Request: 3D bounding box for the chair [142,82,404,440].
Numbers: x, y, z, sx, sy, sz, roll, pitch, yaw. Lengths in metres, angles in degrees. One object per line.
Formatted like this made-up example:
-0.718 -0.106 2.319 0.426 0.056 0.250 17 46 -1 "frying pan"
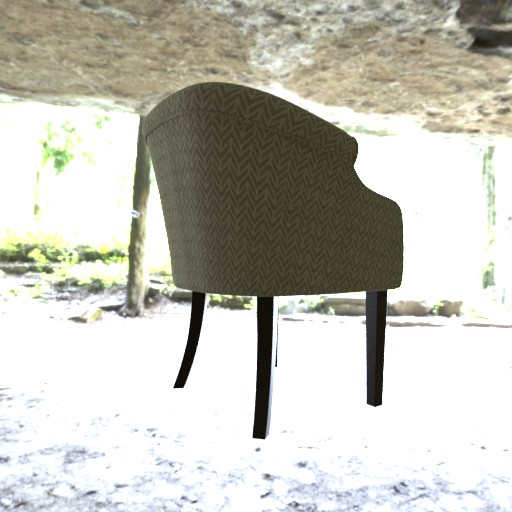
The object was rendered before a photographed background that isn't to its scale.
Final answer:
0.000 0.000 1.330 0.613 0.858 0.686 -1 2 -35 "chair"
